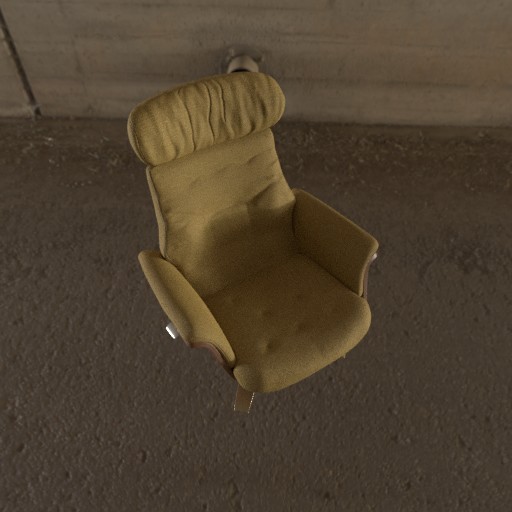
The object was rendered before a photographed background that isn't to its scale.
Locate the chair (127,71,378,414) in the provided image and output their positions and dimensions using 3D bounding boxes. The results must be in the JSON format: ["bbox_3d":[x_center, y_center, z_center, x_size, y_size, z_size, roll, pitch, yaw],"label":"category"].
[{"bbox_3d":[0.000,0.000,1.587,0.785,0.995,0.837,-24,51,-21],"label":"chair"}]
